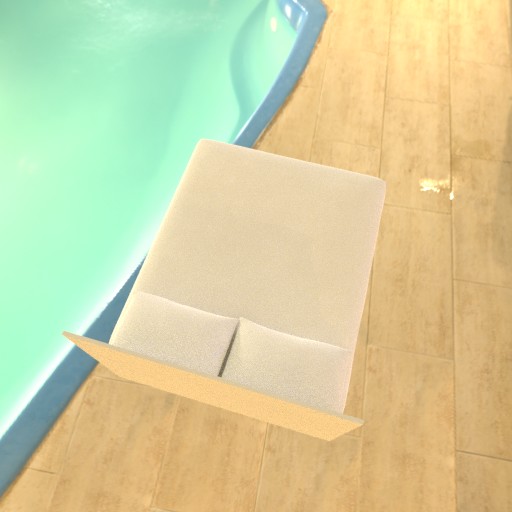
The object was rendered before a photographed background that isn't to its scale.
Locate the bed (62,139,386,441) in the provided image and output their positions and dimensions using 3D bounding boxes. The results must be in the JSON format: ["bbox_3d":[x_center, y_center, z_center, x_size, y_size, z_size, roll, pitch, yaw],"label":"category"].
[{"bbox_3d":[0.000,0.000,3.283,1.745,1.335,2.094,15,64,7],"label":"bed"}]
